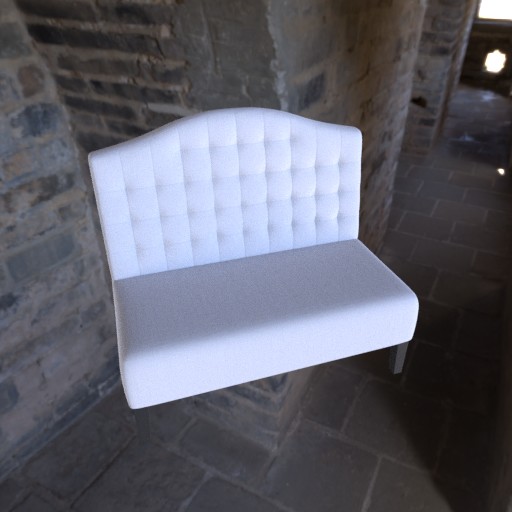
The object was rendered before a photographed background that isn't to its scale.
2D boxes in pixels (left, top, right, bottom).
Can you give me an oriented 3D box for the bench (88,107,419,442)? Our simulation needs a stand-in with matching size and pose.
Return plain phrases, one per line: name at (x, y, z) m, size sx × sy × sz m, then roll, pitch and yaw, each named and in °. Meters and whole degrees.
bench at (0.000, 0.000, 2.073) m, size 1.335 × 1.180 × 0.815 m, roll -10°, pitch 33°, yaw -15°
